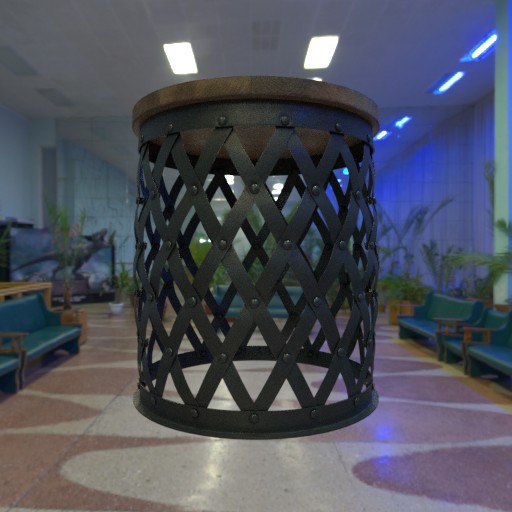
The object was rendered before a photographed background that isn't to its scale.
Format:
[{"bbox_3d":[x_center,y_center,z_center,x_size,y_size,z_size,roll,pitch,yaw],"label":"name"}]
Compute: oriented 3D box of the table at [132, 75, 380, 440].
[{"bbox_3d":[0.000,0.000,0.754,0.405,0.454,0.405,0,1,0],"label":"table"}]
